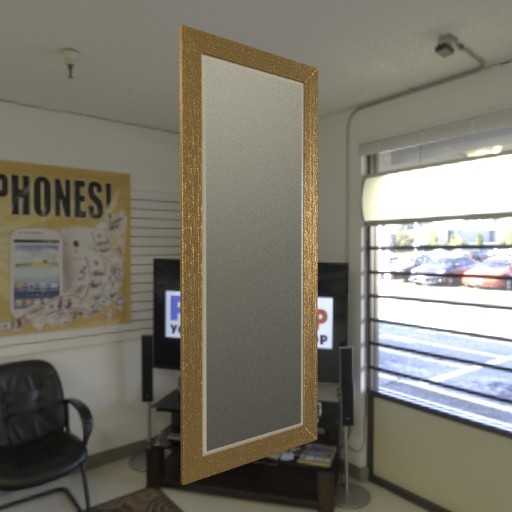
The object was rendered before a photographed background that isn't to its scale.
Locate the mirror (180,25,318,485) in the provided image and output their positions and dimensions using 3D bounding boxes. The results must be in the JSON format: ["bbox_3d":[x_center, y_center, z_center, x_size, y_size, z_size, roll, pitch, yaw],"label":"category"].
[{"bbox_3d":[0.000,0.000,2.201,0.812,2.031,0.025,-1,1,-36],"label":"mirror"}]
